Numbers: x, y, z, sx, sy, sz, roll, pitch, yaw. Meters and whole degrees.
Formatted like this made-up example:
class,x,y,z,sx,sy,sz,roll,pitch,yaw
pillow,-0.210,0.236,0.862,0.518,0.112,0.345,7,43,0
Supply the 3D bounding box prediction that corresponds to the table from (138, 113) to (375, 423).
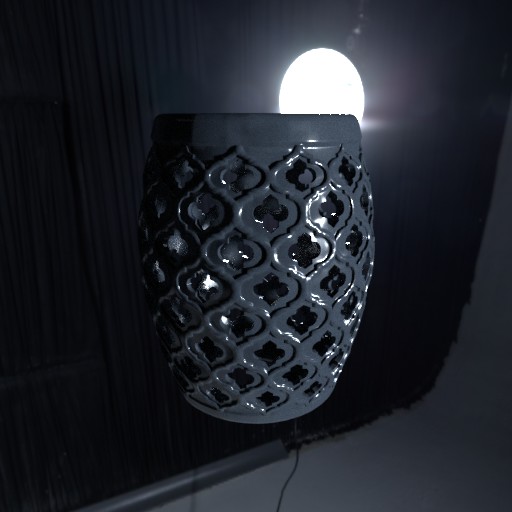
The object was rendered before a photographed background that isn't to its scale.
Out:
class,x,y,z,sx,sy,sz,roll,pitch,yaw
table,0.000,0.000,0.635,0.325,0.388,0.325,0,17,0
